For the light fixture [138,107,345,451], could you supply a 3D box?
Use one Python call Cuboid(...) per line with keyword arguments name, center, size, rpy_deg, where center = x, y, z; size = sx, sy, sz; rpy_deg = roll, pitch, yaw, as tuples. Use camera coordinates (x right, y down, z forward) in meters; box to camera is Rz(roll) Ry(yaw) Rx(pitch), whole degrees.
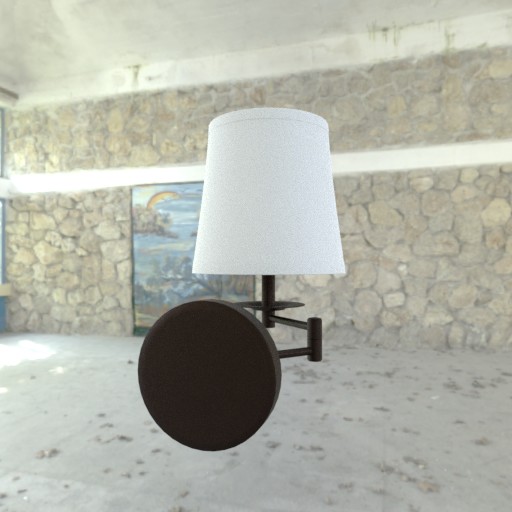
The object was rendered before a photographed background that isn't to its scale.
Cuboid(name="light fixture", center=(0.000, 0.000, 0.268), size=(0.100, 0.172, 0.157), rpy_deg=(0, -1, 17))
